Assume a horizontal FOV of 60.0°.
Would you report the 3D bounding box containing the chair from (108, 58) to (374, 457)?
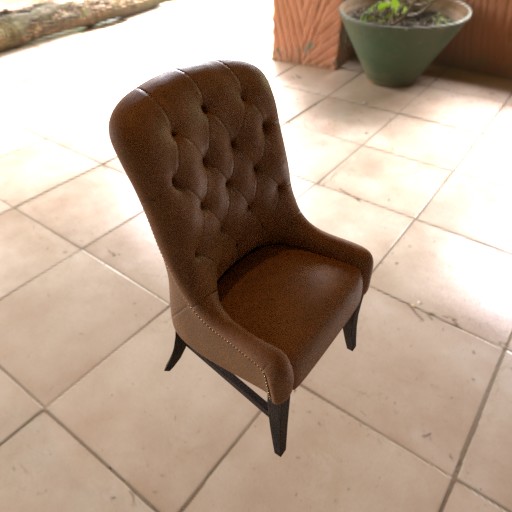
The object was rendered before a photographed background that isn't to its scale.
[{"bbox_3d":[0.000,0.000,1.464,0.629,1.091,0.634,25,47,26],"label":"chair"}]
